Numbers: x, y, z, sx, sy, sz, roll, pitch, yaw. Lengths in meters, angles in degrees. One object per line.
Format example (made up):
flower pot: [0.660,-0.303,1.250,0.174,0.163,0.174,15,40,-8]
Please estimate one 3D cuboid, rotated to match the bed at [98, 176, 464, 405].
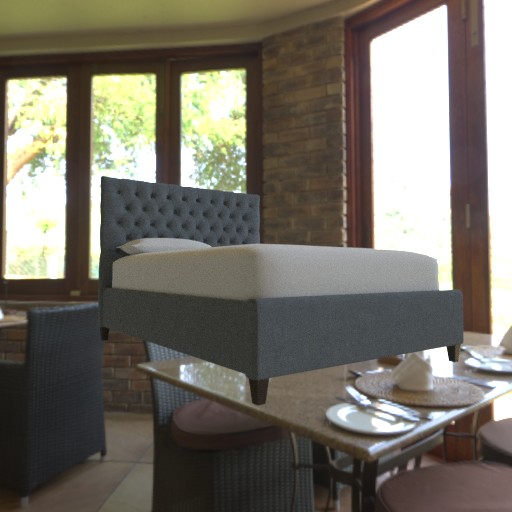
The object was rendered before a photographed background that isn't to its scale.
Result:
bed: [0.000,0.000,3.374,1.698,1.411,2.335,1,-2,-36]
